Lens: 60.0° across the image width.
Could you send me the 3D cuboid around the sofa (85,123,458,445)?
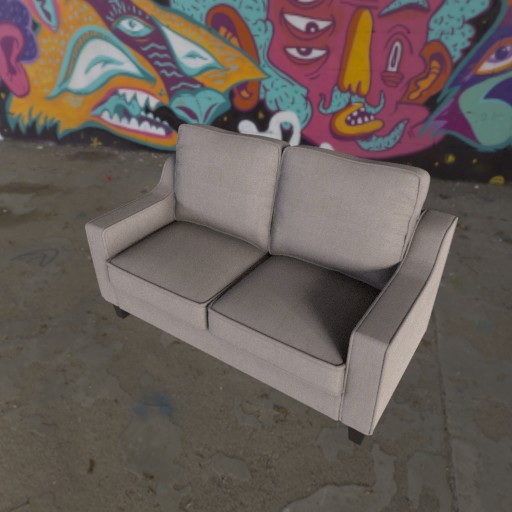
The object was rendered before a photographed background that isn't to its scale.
[{"bbox_3d":[0.000,0.000,2.052,1.500,0.948,0.791,20,37,28],"label":"sofa"}]
